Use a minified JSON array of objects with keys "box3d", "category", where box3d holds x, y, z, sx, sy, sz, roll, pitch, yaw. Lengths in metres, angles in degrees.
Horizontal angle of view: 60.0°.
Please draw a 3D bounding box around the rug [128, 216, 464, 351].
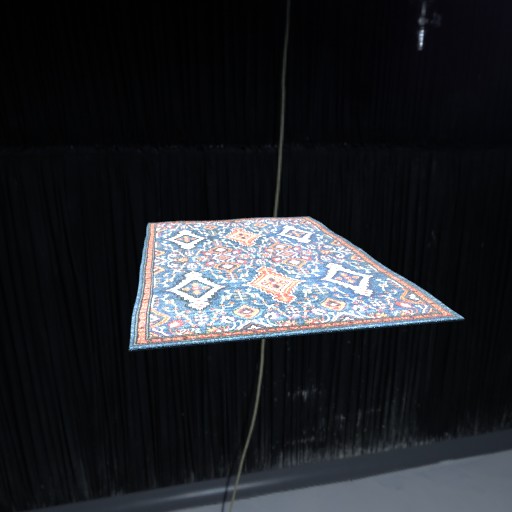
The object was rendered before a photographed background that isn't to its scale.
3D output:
[{"box3d":[0.000,0.000,2.364,1.195,0.014,1.847,-3,17,-11],"category":"rug"}]
